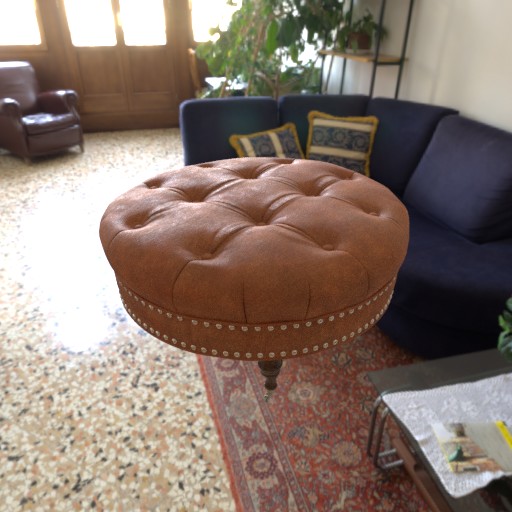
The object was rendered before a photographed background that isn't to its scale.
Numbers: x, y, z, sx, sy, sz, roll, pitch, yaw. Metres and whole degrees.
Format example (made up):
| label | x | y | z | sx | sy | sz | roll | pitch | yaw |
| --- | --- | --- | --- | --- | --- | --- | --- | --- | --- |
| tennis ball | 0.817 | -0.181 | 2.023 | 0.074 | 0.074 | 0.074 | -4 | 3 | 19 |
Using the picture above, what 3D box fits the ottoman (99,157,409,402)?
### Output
| label | x | y | z | sx | sy | sz | roll | pitch | yaw |
| --- | --- | --- | --- | --- | --- | --- | --- | --- | --- |
| ottoman | 0.000 | 0.000 | 1.392 | 0.901 | 0.444 | 0.901 | 0 | 29 | 0 |
